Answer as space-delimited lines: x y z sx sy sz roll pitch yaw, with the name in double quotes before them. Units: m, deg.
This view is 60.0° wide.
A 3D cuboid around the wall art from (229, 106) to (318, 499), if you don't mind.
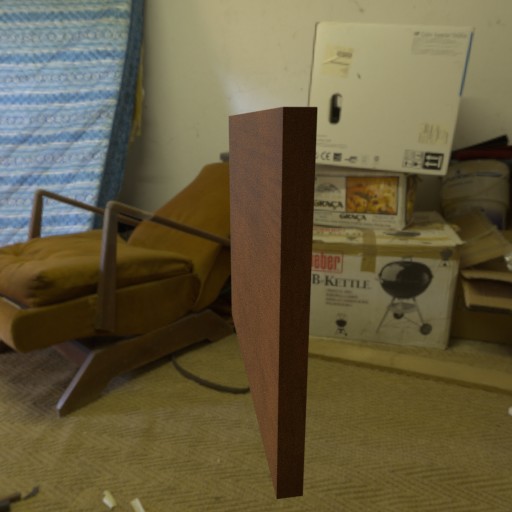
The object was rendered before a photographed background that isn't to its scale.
"wall art" 0.000 0.000 0.745 0.033 0.457 0.558 -2 17 -8
